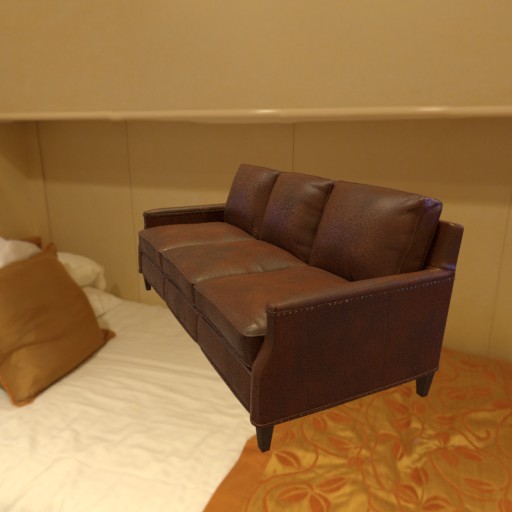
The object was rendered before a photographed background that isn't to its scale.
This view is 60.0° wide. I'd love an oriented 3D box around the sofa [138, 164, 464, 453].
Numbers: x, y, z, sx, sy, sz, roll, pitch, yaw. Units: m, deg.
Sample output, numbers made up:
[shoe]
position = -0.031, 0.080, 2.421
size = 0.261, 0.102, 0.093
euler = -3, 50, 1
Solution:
[sofa]
position = 0.000, 0.000, 2.810
size = 1.084, 1.003, 2.240
euler = -8, 18, -25
